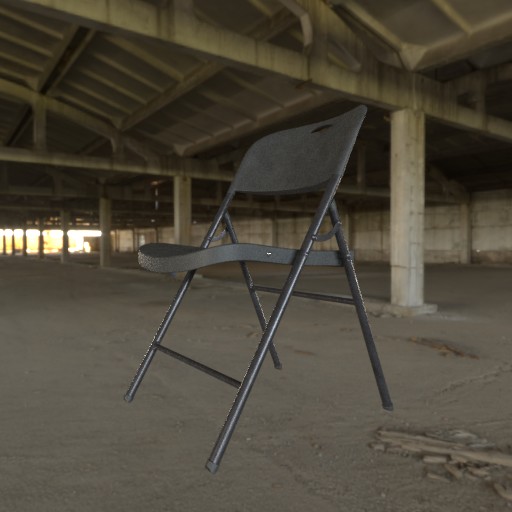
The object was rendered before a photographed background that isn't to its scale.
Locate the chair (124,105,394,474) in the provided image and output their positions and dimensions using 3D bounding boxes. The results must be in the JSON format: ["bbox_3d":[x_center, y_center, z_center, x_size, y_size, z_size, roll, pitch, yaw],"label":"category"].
[{"bbox_3d":[0.000,0.000,1.190,0.567,0.810,0.494,-1,2,-36],"label":"chair"}]
